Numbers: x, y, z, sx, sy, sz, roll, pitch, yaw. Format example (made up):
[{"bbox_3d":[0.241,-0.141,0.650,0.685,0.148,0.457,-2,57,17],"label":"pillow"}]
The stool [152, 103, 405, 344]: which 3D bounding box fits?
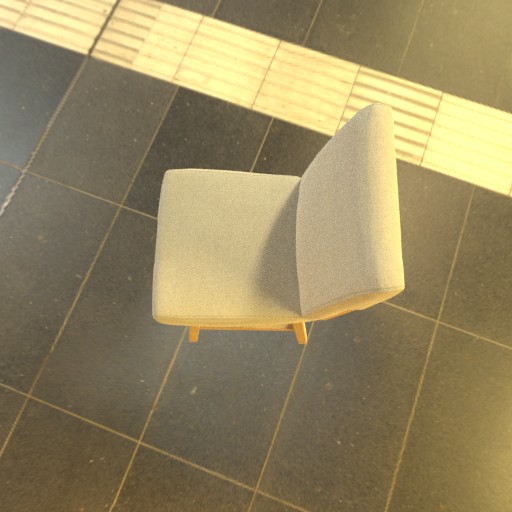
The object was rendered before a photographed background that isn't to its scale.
[{"bbox_3d":[0.000,0.000,1.312,0.543,1.015,0.446,1,75,0],"label":"stool"}]
